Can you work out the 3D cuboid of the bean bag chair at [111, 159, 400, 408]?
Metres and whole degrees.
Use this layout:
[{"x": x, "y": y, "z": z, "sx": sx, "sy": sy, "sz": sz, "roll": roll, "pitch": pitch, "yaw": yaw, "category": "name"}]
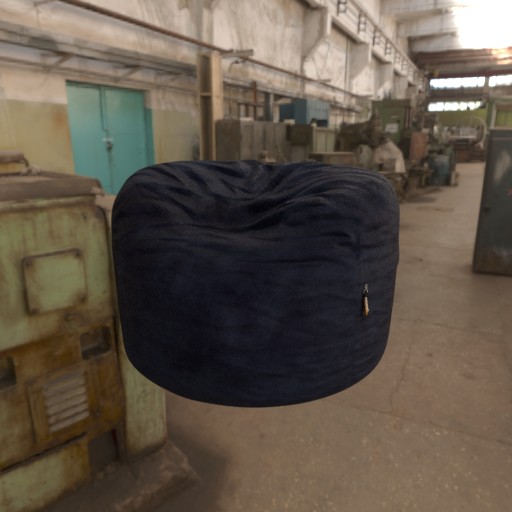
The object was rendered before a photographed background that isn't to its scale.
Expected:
[{"x": 0.000, "y": 0.000, "z": 1.497, "sx": 0.918, "sy": 0.616, "sz": 0.918, "roll": 0, "pitch": 16, "yaw": 0, "category": "bean bag chair"}]
